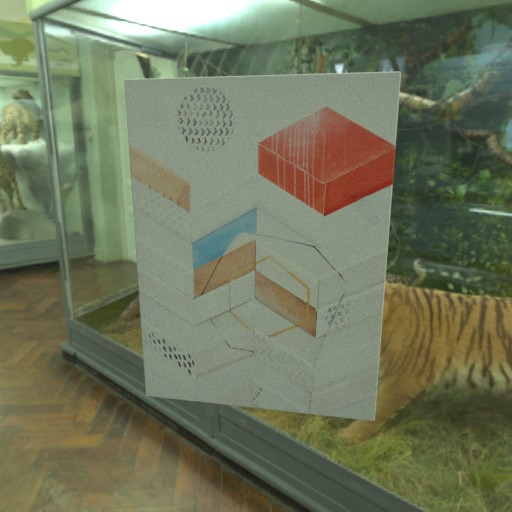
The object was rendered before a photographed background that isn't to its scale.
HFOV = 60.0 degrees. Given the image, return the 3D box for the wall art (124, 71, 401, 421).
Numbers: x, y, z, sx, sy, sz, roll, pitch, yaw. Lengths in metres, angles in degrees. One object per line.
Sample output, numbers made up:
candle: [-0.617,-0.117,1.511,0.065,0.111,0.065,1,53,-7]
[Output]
wall art: [0.000,0.000,1.340,0.759,1.014,0.045,3,15,11]
